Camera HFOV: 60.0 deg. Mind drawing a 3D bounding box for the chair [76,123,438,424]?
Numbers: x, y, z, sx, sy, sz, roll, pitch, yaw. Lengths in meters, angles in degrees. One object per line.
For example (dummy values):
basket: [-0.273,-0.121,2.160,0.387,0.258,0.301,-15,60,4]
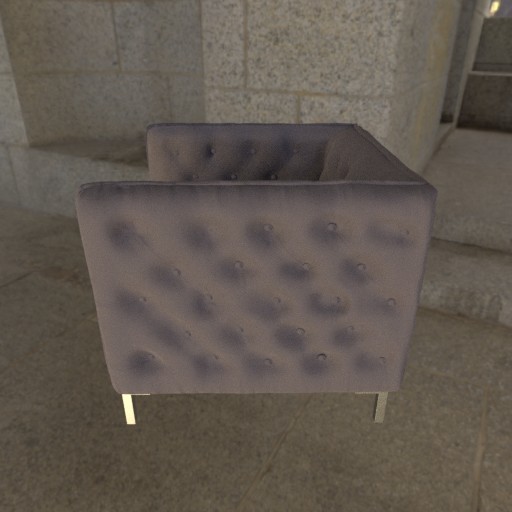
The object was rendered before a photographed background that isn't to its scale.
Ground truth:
chair: [0.000,0.000,1.609,0.913,0.807,0.946,0,26,0]
